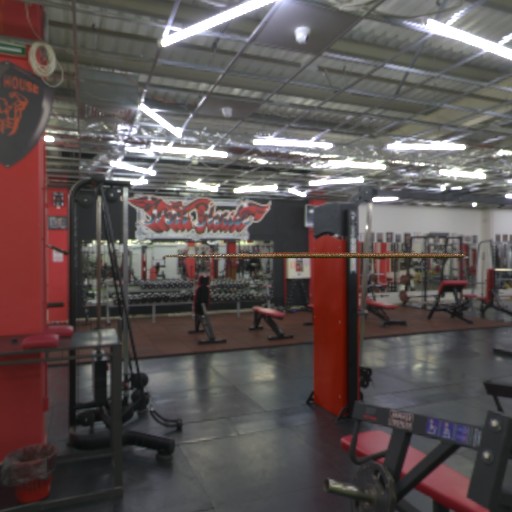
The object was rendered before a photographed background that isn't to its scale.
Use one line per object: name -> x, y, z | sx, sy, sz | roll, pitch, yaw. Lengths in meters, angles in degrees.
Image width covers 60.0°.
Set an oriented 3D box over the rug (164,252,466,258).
rug -> 0.000, 0.000, 1.949 | 0.556, 0.013, 1.820 | 0, 0, -19
